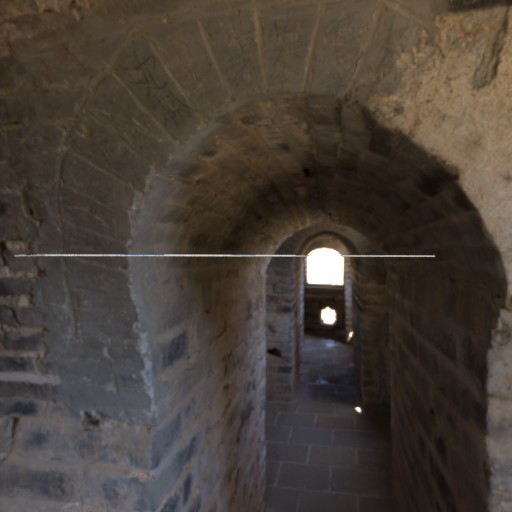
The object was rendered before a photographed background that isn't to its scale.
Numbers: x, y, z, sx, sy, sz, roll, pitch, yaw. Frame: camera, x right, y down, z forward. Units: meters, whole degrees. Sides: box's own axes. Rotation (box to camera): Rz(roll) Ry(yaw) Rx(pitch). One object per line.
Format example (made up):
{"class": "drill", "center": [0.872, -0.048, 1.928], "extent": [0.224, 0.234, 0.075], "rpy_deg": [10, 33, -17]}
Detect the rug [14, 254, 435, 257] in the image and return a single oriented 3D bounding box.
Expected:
{"class": "rug", "center": [0.000, 0.000, 2.619], "extent": [2.437, 0.008, 0.774], "rpy_deg": [0, 0, -35]}
